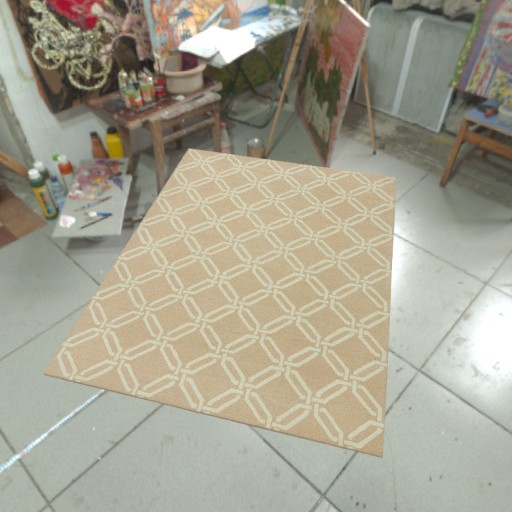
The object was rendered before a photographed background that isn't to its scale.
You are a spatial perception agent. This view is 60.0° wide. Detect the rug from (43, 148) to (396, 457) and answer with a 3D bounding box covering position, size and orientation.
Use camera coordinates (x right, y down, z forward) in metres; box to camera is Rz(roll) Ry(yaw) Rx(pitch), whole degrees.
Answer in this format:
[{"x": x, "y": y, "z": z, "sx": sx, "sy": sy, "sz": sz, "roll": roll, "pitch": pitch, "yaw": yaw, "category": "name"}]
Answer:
[{"x": 0.000, "y": 0.000, "z": 3.819, "sx": 2.288, "sy": 0.018, "sz": 2.895, "roll": 10, "pitch": 47, "yaw": 10, "category": "rug"}]
